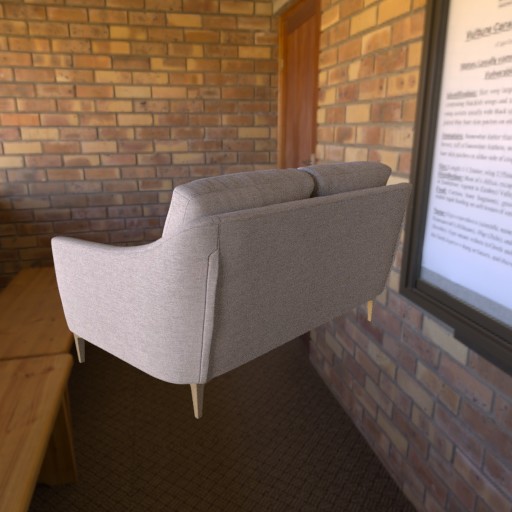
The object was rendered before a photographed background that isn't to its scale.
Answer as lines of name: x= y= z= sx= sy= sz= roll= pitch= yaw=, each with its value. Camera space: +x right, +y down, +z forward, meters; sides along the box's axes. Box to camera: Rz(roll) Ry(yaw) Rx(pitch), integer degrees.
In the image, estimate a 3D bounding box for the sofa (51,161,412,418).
sofa: x=0.000 y=0.000 z=2.205 sx=0.960 sy=0.904 sz=1.619 roll=15 pitch=22 yaw=42
